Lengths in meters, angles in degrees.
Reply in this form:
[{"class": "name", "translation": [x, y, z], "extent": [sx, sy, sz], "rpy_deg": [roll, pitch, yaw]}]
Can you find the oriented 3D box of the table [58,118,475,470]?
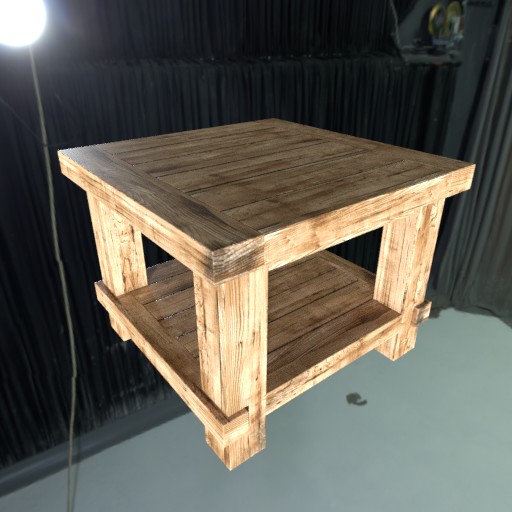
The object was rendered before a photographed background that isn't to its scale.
[{"class": "table", "translation": [0.000, 0.000, 1.014], "extent": [0.610, 0.457, 0.610], "rpy_deg": [-20, 34, -33]}]
